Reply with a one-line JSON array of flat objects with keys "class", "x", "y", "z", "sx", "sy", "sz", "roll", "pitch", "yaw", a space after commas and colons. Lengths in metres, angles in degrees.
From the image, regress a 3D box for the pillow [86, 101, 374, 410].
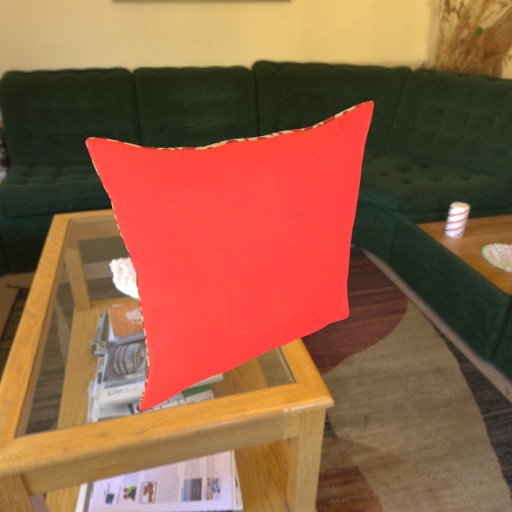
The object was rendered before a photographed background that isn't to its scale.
[{"class": "pillow", "x": 0.000, "y": 0.000, "z": 0.822, "sx": 0.522, "sy": 0.507, "sz": 0.192, "roll": -17, "pitch": 34, "yaw": -28}]
